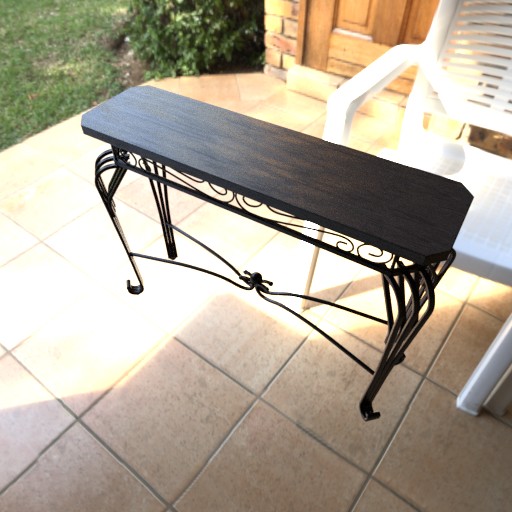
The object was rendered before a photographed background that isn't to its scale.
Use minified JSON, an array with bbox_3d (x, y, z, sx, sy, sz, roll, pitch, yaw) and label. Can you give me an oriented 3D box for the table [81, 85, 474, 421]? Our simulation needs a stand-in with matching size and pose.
[{"bbox_3d":[0.000,0.000,1.461,1.112,0.800,0.329,24,51,21],"label":"table"}]
